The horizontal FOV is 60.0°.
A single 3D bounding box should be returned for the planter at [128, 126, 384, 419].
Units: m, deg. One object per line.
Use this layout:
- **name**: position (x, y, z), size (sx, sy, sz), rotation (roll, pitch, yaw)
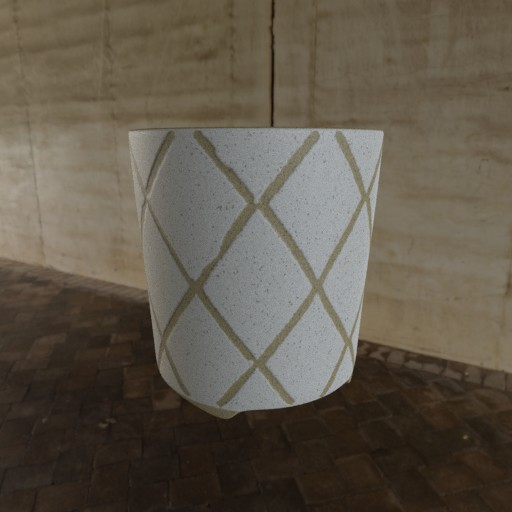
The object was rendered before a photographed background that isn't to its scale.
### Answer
- **planter**: position (0.000, 0.000, 0.367), size (0.191, 0.199, 0.191), rotation (0, 14, 0)
